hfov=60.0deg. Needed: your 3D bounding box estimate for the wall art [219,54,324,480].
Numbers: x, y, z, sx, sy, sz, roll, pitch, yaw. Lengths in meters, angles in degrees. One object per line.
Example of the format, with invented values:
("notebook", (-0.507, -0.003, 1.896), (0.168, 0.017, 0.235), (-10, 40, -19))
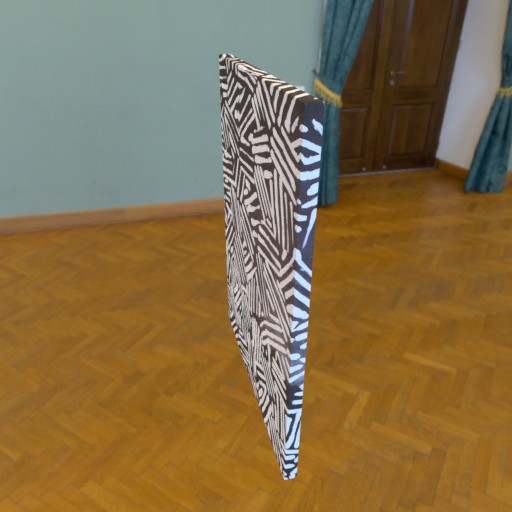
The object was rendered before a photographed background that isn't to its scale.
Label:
("wall art", (0.000, 0.000, 1.307), (0.038, 1.017, 0.765), (-8, 31, -13))
